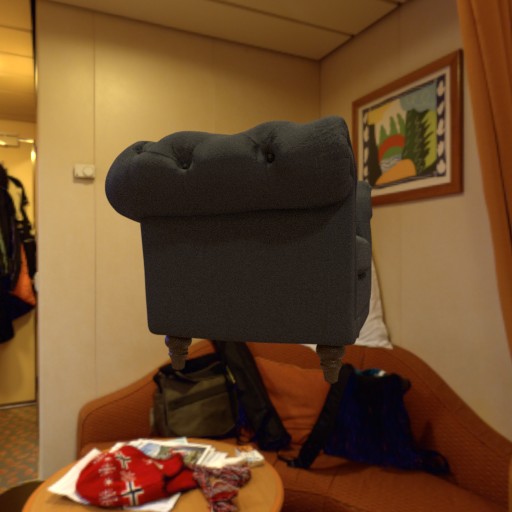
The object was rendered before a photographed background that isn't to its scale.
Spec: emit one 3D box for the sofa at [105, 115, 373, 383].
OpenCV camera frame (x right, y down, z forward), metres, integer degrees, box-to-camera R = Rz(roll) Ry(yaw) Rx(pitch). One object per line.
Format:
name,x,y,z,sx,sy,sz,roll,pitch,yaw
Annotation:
sofa,0.000,0.000,2.066,1.032,0.878,1.405,0,0,18
